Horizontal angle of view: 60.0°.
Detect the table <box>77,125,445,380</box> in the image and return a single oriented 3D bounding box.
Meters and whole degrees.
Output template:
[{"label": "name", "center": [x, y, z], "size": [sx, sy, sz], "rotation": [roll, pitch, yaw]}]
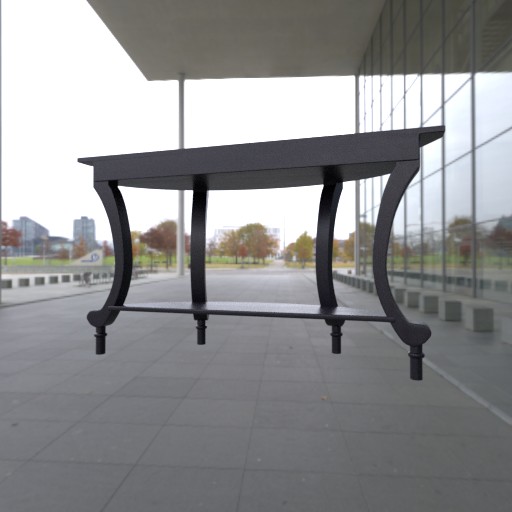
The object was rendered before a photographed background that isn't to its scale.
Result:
[{"label": "table", "center": [0.000, 0.000, 1.557], "size": [1.198, 0.692, 0.394], "rotation": [0, -1, 18]}]
